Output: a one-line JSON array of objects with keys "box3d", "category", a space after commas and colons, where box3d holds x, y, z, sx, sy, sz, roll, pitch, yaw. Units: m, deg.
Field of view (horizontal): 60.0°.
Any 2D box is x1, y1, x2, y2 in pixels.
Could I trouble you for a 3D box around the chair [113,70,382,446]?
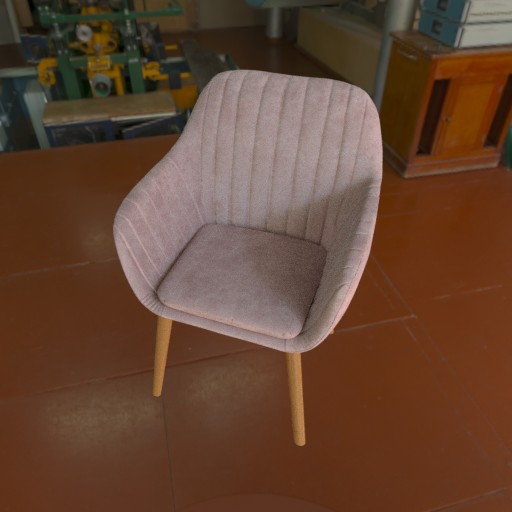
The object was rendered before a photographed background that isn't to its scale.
[{"box3d": [0.000, 0.000, 1.254, 0.610, 0.832, 0.570, 13, 42, 15], "category": "chair"}]
